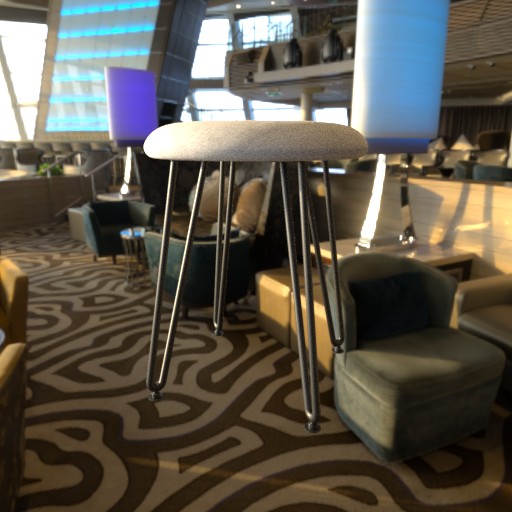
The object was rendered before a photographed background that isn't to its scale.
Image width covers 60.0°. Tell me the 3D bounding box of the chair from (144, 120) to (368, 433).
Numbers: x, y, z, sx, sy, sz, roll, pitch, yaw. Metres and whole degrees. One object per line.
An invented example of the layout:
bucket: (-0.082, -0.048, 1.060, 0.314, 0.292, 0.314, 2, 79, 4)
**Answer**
chair: (0.000, 0.000, 0.667, 0.350, 0.386, 0.350, -7, 16, -26)
